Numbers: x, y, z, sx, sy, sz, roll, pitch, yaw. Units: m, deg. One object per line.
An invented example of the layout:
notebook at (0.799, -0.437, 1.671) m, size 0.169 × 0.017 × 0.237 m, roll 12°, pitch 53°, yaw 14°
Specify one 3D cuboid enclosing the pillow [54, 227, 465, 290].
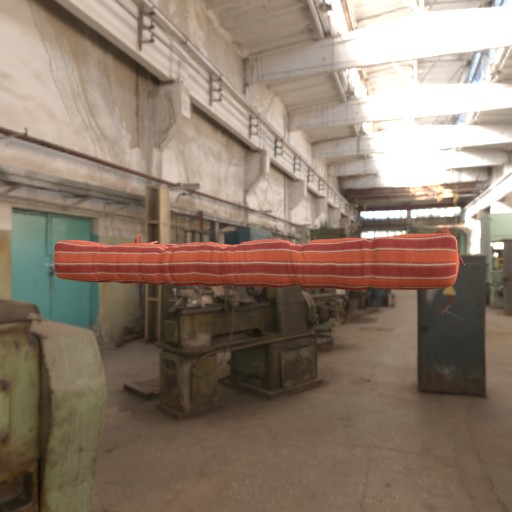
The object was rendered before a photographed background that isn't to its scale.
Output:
pillow at (0.000, 0.000, 1.366) m, size 1.194 × 0.174 × 0.511 m, roll 0°, pitch 0°, yaw 21°
